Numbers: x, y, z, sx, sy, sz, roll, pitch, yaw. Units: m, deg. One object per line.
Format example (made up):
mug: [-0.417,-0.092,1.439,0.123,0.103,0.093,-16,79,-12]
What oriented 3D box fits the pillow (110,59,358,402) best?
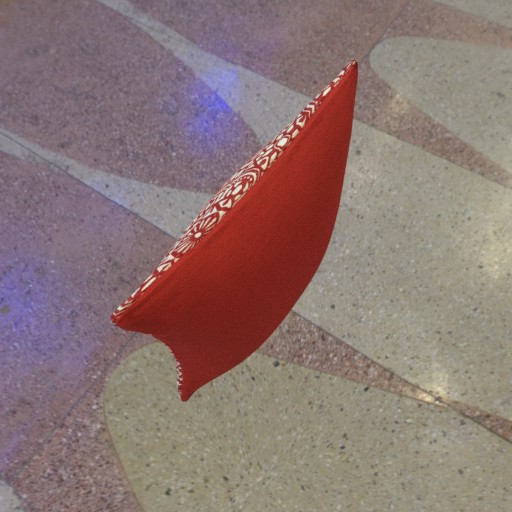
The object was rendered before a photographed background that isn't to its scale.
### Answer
pillow: [0.000,0.000,0.667,0.162,0.419,0.438,33,67,16]
